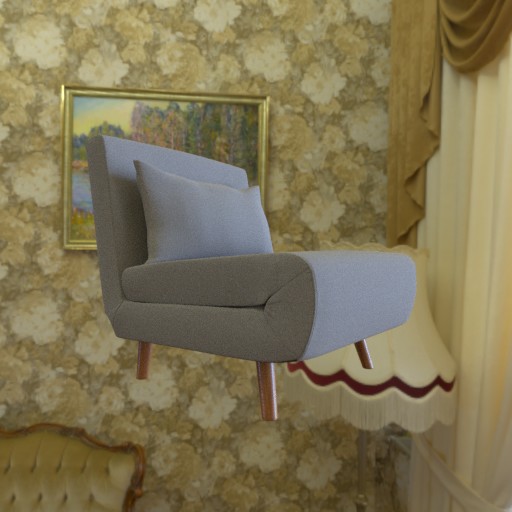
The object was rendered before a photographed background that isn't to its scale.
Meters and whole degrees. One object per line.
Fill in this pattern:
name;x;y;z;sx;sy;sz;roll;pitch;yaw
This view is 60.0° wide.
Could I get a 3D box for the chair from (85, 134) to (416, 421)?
chair;0.000;0.000;1.529;0.902;0.808;0.770;0;0;37
